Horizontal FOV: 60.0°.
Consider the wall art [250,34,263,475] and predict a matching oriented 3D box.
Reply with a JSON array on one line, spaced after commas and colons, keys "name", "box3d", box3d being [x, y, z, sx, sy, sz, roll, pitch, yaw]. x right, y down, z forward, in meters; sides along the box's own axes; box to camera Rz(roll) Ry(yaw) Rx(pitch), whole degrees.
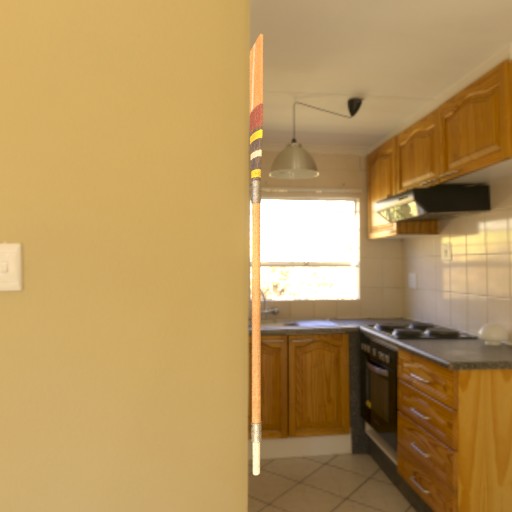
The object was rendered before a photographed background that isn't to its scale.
[{"name": "wall art", "box3d": [0.000, 0.000, 1.602, 0.038, 1.556, 0.146, 0, -1, -16]}]
